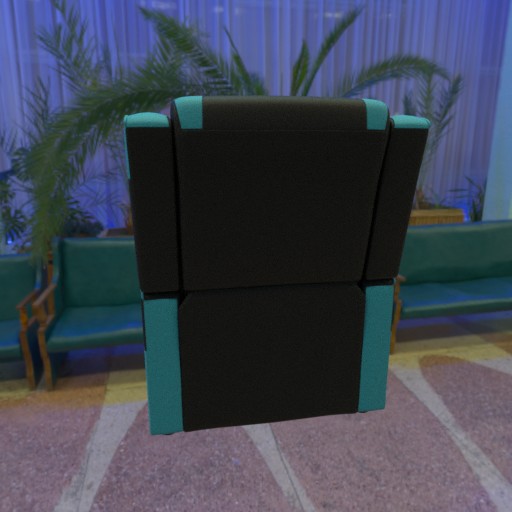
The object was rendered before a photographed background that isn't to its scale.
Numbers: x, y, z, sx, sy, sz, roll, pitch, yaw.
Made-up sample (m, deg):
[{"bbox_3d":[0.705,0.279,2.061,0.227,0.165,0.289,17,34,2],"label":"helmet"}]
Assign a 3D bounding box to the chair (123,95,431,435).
[{"bbox_3d":[0.000,0.000,1.255,0.620,0.805,0.672,-3,15,-10],"label":"chair"}]
